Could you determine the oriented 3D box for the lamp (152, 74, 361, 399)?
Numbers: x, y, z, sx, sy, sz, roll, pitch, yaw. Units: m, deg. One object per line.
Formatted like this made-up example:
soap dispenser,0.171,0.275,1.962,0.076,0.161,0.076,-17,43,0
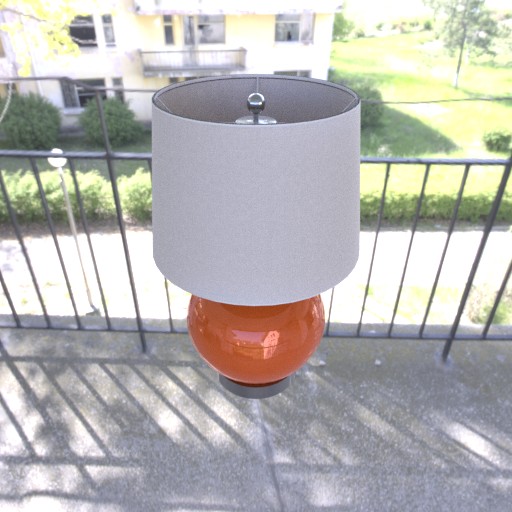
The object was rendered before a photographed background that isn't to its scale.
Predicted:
lamp,0.000,0.000,0.548,0.247,0.387,0.247,0,33,0
